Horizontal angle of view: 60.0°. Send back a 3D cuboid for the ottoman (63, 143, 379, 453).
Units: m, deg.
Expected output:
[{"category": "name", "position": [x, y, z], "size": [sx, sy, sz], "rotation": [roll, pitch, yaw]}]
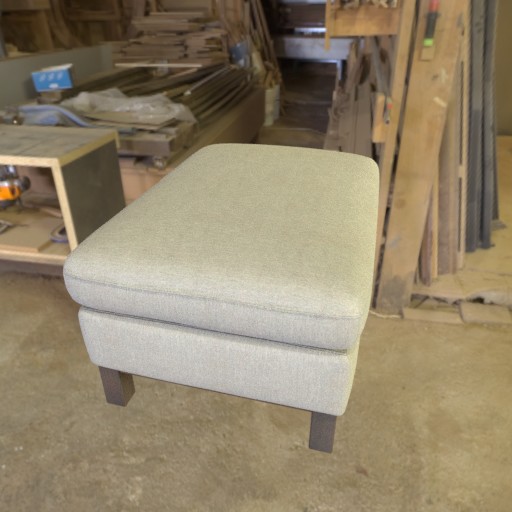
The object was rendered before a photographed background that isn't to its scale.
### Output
[{"category": "ottoman", "position": [0.000, 0.000, 1.051], "size": [0.528, 0.404, 0.735], "rotation": [8, 31, 13]}]
